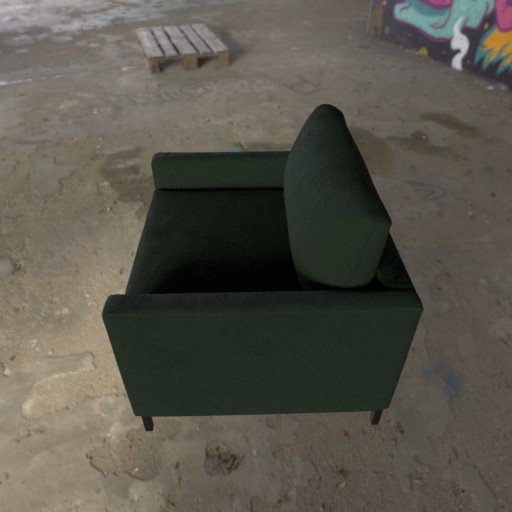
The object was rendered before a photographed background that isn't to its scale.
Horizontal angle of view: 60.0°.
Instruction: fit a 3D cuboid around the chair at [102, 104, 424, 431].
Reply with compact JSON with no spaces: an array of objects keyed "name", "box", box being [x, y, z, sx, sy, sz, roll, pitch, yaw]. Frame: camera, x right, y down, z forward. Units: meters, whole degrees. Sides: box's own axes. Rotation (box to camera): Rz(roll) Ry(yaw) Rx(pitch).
[{"name":"chair","box":[0.000,0.000,1.626,0.866,0.861,0.963,-1,39,-1]}]
